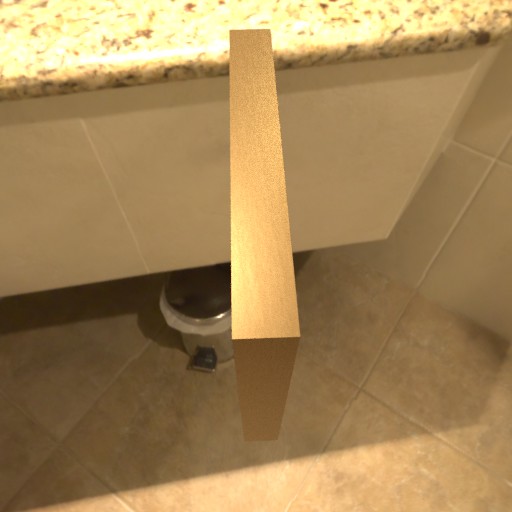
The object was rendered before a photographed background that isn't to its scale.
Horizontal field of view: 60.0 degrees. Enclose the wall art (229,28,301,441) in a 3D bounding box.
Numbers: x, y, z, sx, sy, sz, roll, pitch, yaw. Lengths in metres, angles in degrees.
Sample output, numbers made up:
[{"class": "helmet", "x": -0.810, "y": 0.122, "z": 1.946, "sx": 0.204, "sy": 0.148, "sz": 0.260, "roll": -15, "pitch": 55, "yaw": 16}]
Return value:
[{"class": "wall art", "x": 0.000, "y": 0.000, "z": 0.457, "sx": 0.038, "sy": 0.305, "sz": 0.304, "roll": -2, "pitch": 57, "yaw": -1}]
